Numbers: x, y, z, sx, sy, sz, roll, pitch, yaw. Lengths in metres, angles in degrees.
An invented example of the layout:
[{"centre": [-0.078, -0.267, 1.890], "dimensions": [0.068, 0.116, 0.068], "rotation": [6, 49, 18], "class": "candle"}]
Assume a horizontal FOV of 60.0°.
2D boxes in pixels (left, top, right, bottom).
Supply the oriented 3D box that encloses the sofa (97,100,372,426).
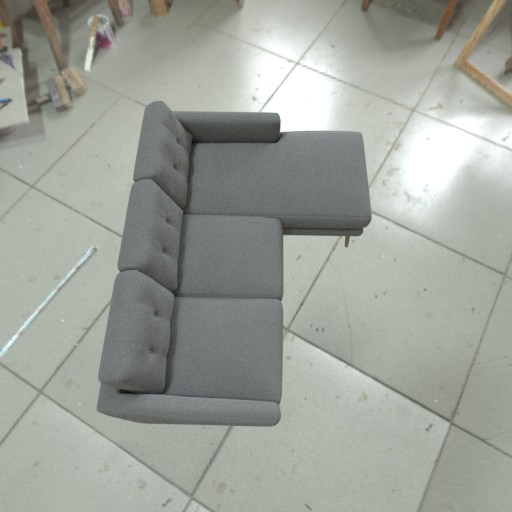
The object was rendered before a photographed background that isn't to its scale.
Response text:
[{"centre": [0.000, 0.000, 2.794], "dimensions": [1.530, 0.860, 2.040], "rotation": [1, 64, 0], "class": "sofa"}]
